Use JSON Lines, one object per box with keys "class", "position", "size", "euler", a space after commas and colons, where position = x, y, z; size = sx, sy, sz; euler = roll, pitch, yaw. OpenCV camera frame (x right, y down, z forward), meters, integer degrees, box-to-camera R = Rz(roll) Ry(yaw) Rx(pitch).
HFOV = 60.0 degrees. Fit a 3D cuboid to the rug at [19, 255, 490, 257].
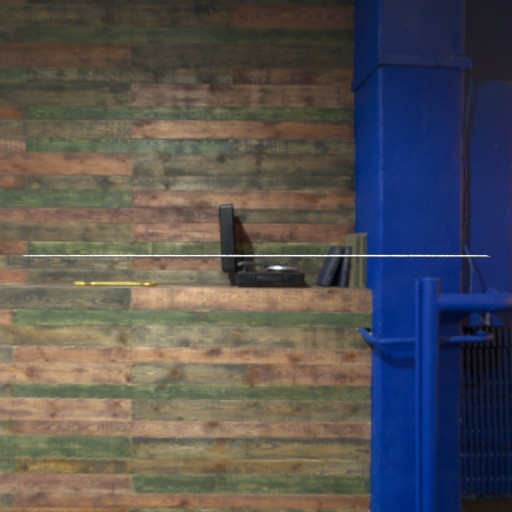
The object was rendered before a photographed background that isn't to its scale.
{"class": "rug", "position": [0.000, 0.000, 4.052], "size": [3.048, 0.012, 2.438], "euler": [0, 0, 1]}
